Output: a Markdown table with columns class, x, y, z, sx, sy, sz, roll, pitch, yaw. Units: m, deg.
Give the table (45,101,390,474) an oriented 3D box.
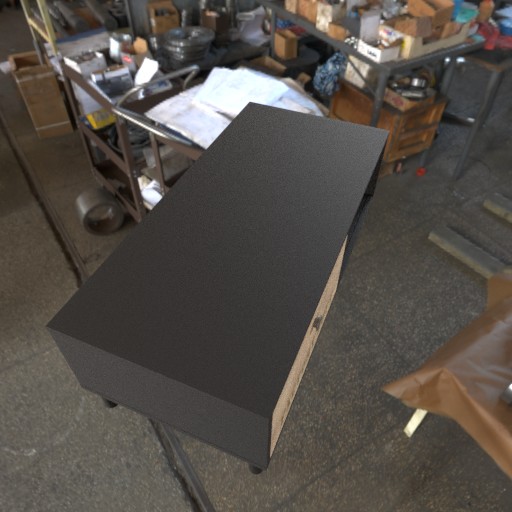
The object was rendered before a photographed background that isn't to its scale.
| class | x | y | z | sx | sy | sz | roll | pitch | yaw |
| --- | --- | --- | --- | --- | --- | --- | --- | --- | --- |
| table | 0.000 | 0.000 | 1.384 | 0.550 | 0.400 | 1.100 | 17 | 49 | 16 |
